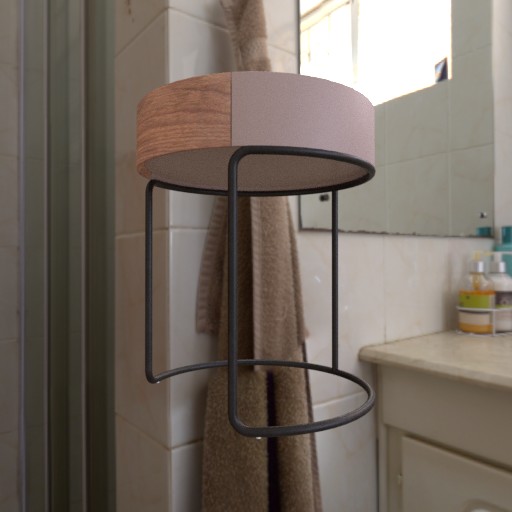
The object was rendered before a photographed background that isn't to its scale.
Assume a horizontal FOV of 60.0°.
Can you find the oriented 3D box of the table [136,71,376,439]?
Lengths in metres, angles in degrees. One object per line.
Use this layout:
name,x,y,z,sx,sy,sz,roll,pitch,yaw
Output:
table,0.000,0.000,0.862,0.450,0.530,0.450,0,0,0
